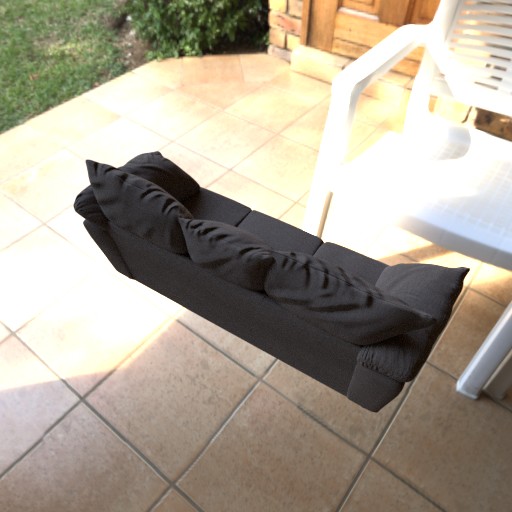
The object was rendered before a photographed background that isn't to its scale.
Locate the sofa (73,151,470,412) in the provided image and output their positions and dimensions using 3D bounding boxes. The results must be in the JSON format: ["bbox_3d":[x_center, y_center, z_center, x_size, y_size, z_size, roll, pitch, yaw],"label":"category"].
[{"bbox_3d":[0.000,0.000,2.880,2.390,1.043,0.927,25,53,21],"label":"sofa"}]
